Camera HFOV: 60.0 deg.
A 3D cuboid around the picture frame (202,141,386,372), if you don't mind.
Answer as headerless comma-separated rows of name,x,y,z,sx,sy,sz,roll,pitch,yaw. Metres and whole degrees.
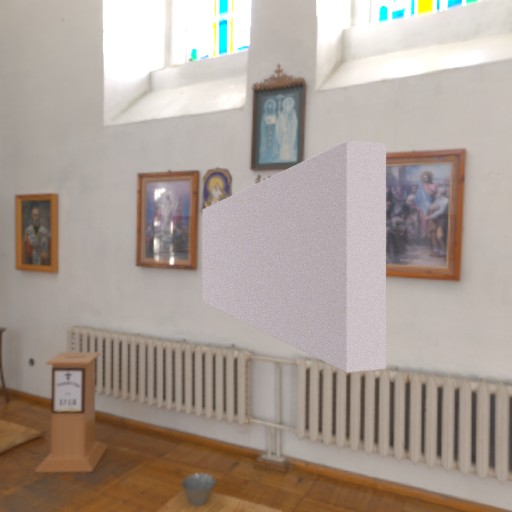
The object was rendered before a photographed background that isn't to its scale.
picture frame,0.000,0.000,0.844,0.050,0.250,0.759,0,0,-19
